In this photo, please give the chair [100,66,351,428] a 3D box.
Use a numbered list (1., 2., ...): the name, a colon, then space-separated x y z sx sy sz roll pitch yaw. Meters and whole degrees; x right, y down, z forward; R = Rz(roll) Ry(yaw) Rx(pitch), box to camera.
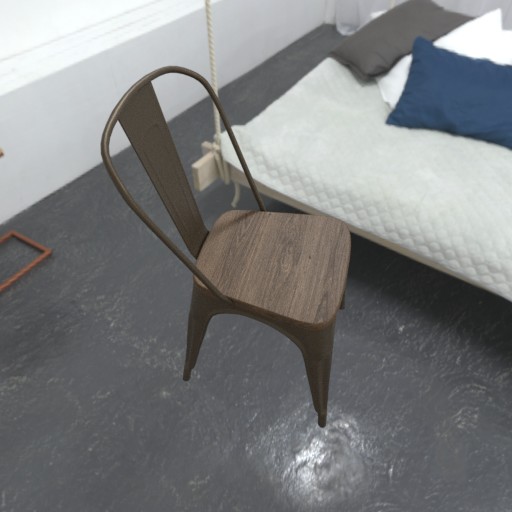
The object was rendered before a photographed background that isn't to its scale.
1. chair: 0.000 0.000 1.151 0.532 0.844 0.451 11 49 10
